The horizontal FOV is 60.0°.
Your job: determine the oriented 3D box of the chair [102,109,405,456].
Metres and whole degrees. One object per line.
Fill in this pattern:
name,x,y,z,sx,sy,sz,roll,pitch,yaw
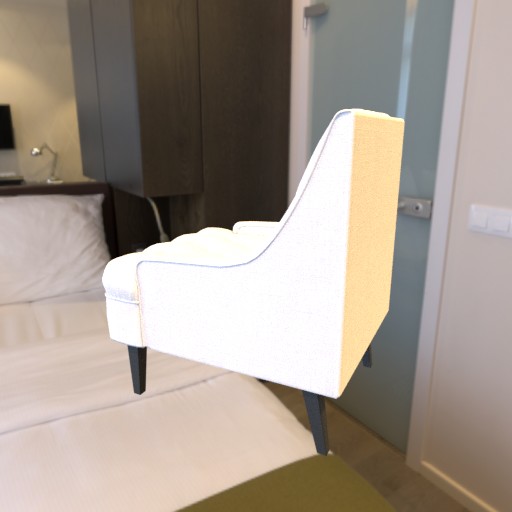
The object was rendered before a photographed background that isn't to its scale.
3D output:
chair,0.000,0.000,1.455,0.772,0.891,0.658,8,17,26
